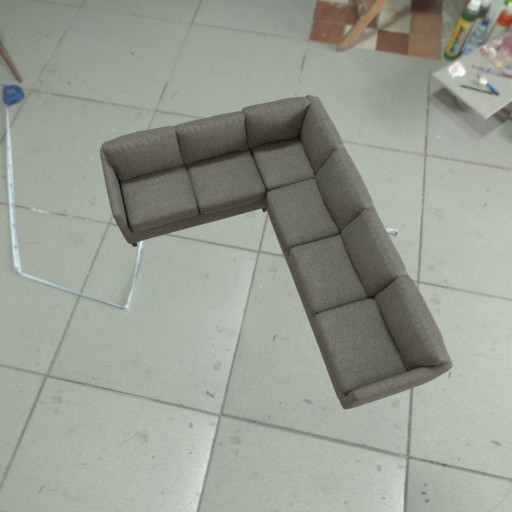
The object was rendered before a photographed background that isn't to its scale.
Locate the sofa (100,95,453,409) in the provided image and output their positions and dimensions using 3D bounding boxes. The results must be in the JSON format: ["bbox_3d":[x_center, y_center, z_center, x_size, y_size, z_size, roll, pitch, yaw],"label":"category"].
[{"bbox_3d":[0.000,0.000,4.499,2.593,0.947,3.302,-16,65,-8],"label":"sofa"}]
